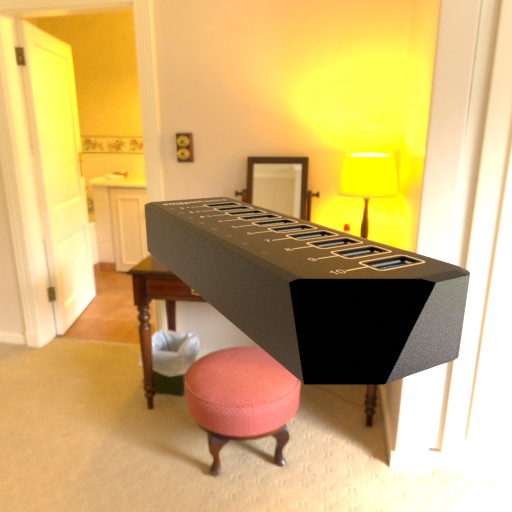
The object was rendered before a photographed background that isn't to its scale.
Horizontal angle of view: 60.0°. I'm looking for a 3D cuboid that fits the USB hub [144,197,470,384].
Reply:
[{"bbox_3d":[0.000,0.000,0.161,0.044,0.023,0.145,-8,18,-27],"label":"USB hub"}]
